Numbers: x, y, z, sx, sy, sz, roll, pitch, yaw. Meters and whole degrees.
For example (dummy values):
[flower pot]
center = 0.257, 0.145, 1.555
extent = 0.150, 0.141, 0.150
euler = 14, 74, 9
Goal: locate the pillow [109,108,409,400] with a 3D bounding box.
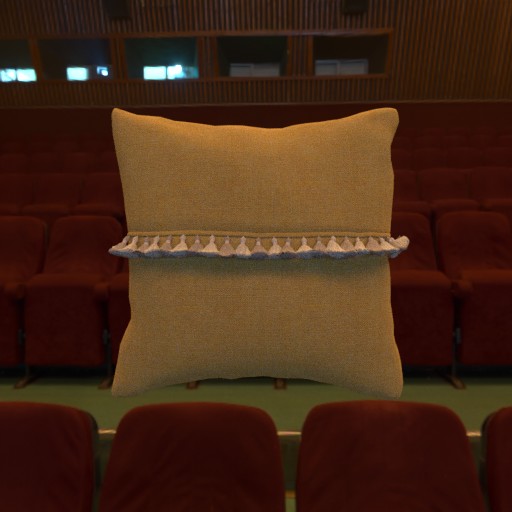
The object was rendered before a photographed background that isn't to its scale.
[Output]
[pillow]
center = 0.000, 0.000, 0.715
extent = 0.485, 0.481, 0.167
euler = 0, 2, 1
